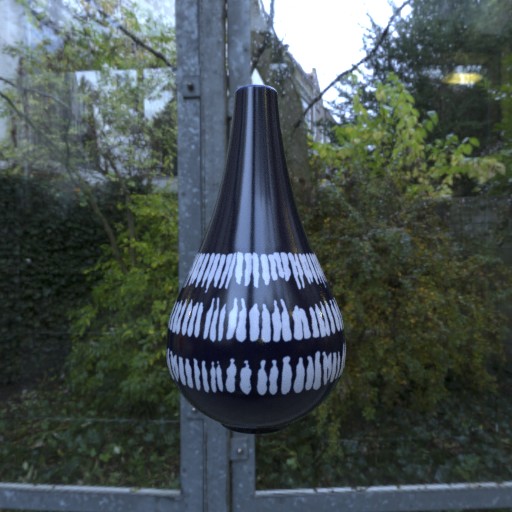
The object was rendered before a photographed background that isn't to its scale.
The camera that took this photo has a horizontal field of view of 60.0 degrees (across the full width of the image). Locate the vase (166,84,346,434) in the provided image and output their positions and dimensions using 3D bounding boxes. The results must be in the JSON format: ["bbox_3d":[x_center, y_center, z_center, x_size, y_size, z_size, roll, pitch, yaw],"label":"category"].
[{"bbox_3d":[0.000,0.000,0.398,0.159,0.295,0.159,0,0,0],"label":"vase"}]
